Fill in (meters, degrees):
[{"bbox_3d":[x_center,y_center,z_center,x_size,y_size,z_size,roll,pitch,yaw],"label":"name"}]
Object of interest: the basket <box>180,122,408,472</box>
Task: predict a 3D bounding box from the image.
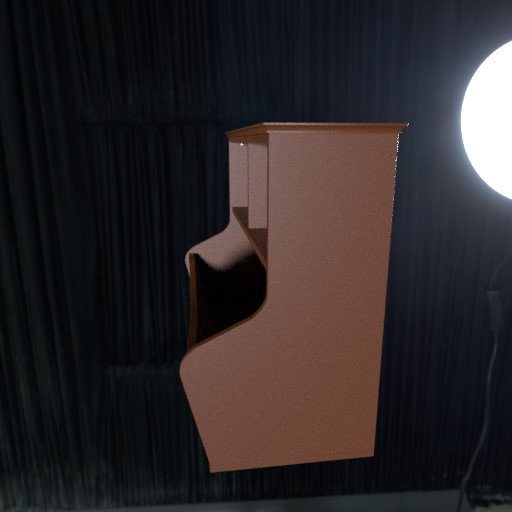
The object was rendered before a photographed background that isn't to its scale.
[{"bbox_3d":[0.000,0.000,1.136,0.376,0.625,0.792,-2,15,-8],"label":"basket"}]
